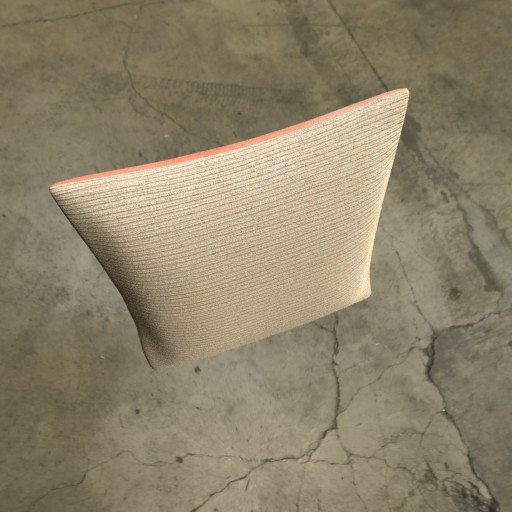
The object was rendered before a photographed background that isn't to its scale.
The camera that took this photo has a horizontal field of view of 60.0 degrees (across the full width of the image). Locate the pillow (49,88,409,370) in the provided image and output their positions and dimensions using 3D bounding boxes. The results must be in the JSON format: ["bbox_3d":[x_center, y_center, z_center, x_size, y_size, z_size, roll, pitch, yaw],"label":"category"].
[{"bbox_3d":[0.000,0.000,0.650,0.424,0.401,0.177,-18,65,-8],"label":"pillow"}]
